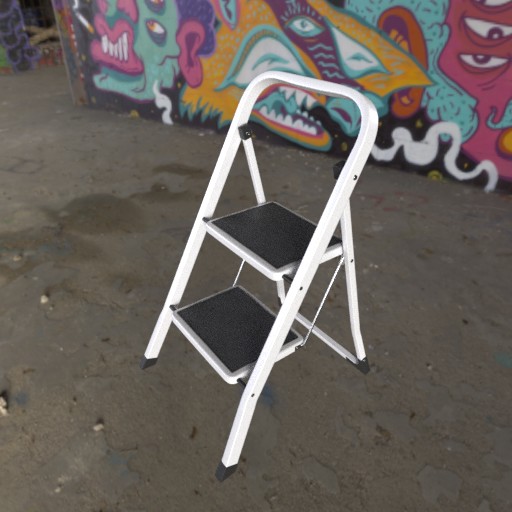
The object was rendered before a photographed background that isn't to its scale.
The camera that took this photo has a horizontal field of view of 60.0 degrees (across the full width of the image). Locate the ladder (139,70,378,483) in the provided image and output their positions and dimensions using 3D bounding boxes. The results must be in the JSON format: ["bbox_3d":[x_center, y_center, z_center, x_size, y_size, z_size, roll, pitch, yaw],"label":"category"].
[{"bbox_3d":[0.000,0.000,1.107,0.544,0.810,0.460,-21,38,-30],"label":"ladder"}]
